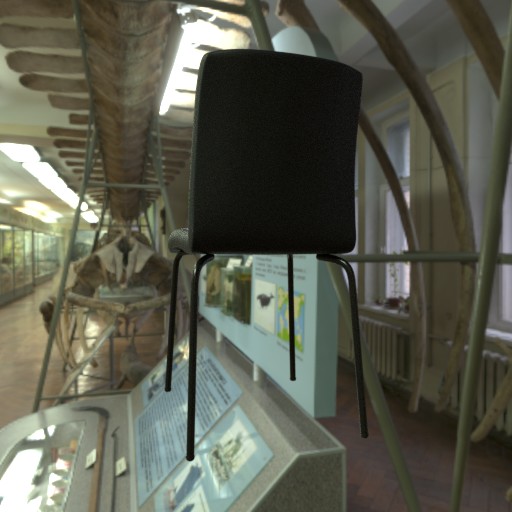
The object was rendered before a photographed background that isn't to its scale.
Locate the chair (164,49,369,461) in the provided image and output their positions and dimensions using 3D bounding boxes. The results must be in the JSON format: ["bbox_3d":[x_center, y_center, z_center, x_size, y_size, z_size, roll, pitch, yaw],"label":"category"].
[{"bbox_3d":[0.000,0.000,1.212,0.450,0.872,0.572,0,1,-16],"label":"chair"}]
